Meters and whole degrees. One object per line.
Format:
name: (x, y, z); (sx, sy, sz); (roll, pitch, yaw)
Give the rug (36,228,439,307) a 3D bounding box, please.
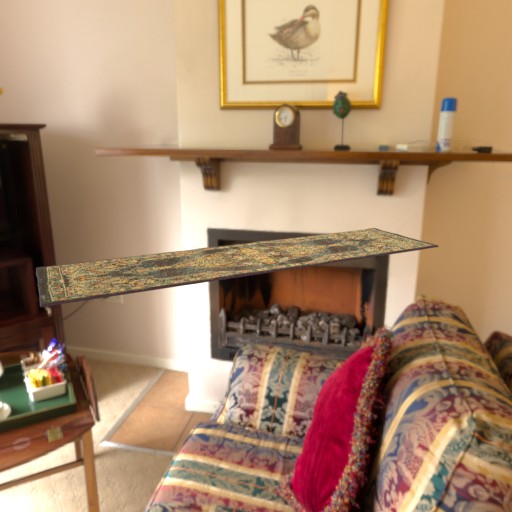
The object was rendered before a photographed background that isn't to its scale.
rug: (0.000, 0.000, 2.560); (2.283, 0.016, 0.602); (-7, 17, -26)
